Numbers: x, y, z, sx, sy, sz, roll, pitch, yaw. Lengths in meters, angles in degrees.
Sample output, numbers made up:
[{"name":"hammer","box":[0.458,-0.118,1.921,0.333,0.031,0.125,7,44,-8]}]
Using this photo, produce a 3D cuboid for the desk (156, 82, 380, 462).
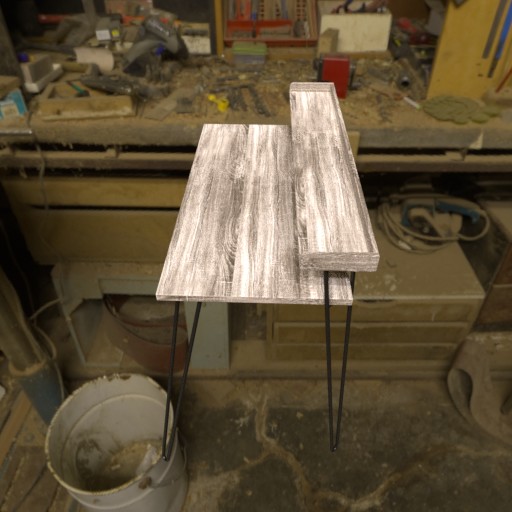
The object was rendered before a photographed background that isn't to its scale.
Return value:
[{"name":"desk","box":[0.000,0.000,1.631,0.605,0.899,1.135,1,41,2]}]
